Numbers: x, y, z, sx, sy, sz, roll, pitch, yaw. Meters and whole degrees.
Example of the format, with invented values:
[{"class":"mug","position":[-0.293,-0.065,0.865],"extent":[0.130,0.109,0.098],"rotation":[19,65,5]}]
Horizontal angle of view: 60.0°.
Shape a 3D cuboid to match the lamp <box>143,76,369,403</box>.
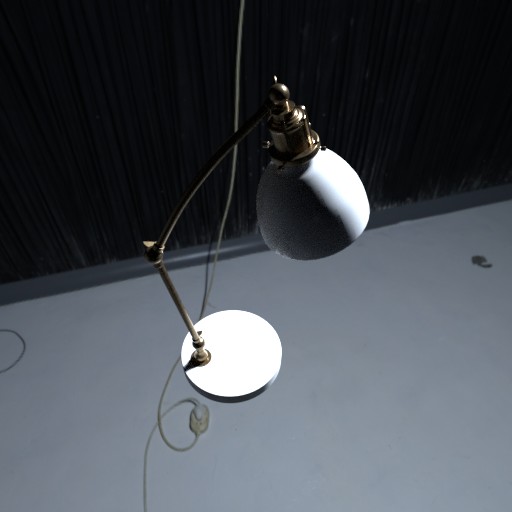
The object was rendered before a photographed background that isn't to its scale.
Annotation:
[{"class":"lamp","position":[0.000,0.000,0.664],"extent":[0.317,0.522,0.186],"rotation":[-11,46,-10]}]
